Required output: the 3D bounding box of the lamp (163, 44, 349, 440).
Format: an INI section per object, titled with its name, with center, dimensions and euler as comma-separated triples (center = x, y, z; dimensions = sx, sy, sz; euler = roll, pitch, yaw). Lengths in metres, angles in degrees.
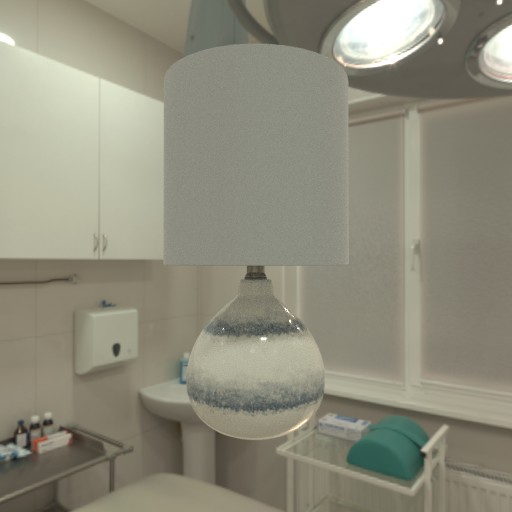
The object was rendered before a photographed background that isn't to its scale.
[lamp]
center = 0.000, 0.000, 0.529
dimensions = 0.216, 0.404, 0.216
euler = 0, -1, 36
